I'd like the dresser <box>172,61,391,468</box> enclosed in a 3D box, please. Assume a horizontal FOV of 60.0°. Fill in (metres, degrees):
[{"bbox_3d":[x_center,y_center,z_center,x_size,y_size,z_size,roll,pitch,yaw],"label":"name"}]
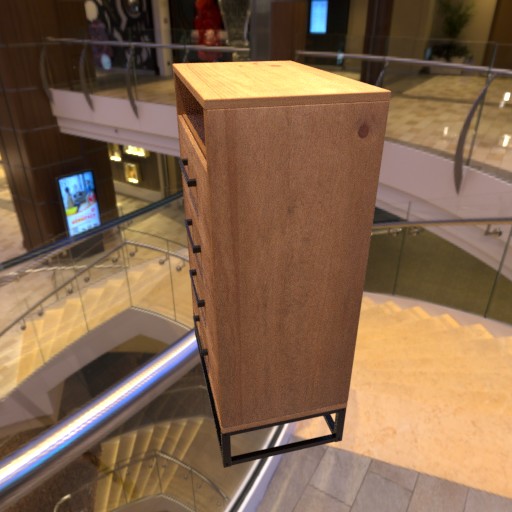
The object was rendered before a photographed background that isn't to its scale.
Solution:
[{"bbox_3d":[0.000,0.000,1.627,0.479,1.240,0.761,-7,30,-13],"label":"dresser"}]
